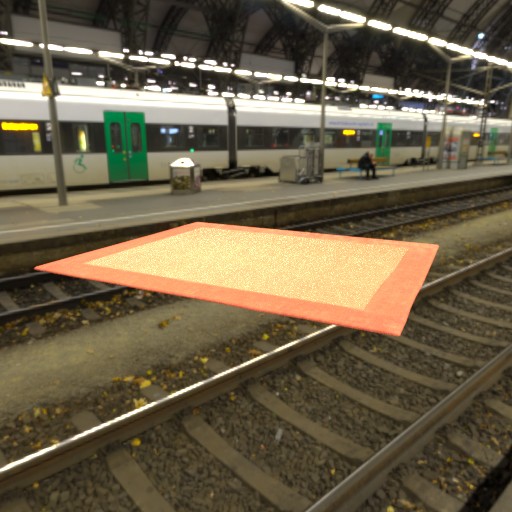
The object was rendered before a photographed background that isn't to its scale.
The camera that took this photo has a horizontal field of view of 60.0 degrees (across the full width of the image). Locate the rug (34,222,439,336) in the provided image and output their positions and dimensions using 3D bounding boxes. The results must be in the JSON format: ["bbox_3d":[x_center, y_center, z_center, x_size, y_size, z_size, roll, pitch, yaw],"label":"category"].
[{"bbox_3d":[0.000,0.000,4.127,2.976,0.018,2.430,7,16,26],"label":"rug"}]
